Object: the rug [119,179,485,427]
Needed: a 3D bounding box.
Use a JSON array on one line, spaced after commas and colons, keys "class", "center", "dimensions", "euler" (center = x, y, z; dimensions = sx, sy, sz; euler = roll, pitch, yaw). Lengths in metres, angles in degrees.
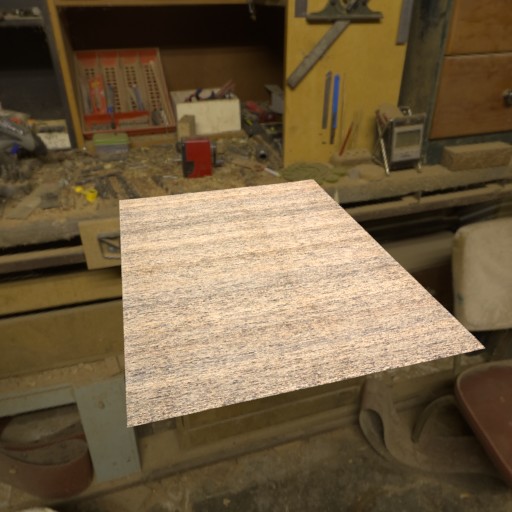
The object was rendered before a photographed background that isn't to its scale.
[{"class": "rug", "center": [0.000, 0.000, 4.115], "dimensions": [2.414, 0.036, 3.199], "euler": [-8, 33, -13]}]
